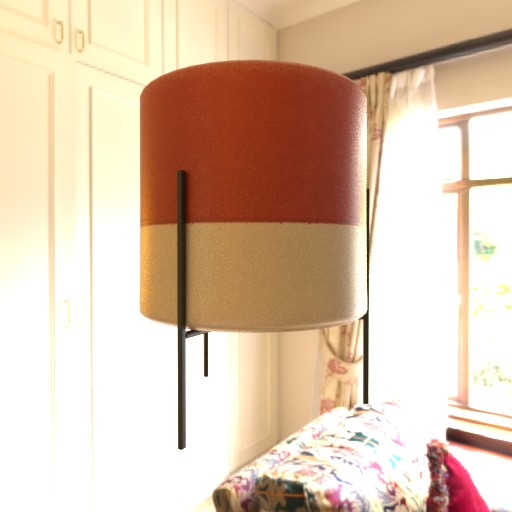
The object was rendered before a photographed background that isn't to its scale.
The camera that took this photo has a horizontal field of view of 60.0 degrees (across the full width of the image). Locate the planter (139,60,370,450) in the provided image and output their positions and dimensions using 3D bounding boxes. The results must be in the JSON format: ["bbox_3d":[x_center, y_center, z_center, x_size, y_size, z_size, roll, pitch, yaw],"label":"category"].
[{"bbox_3d":[0.000,0.000,0.691,0.354,0.465,0.345,0,1,-1],"label":"planter"}]
